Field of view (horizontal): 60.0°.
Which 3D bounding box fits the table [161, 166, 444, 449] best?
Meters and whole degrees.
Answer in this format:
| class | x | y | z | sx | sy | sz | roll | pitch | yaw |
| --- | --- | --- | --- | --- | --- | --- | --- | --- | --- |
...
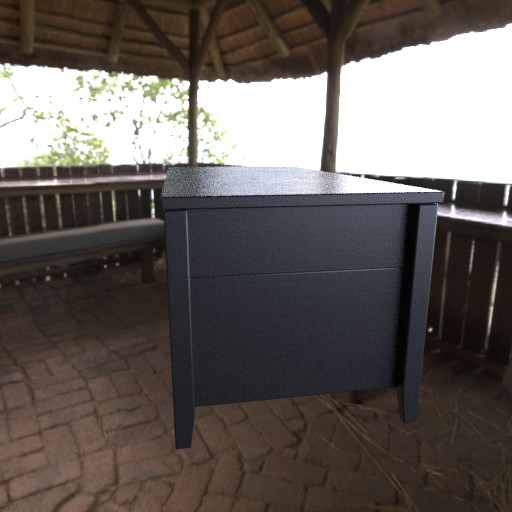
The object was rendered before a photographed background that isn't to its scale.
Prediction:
| class | x | y | z | sx | sy | sz | roll | pitch | yaw |
| --- | --- | --- | --- | --- | --- | --- | --- | --- | --- |
| table | 0.000 | 0.000 | 1.267 | 0.483 | 0.457 | 1.016 | -2 | 14 | -10 |
